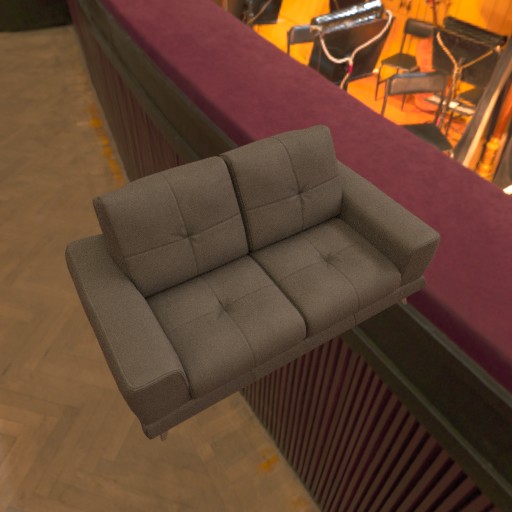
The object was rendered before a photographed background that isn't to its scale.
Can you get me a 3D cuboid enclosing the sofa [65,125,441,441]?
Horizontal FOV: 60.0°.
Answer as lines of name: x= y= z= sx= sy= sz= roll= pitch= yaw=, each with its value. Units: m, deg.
sofa: x=0.000 y=0.000 z=2.407 sx=1.806 sy=0.907 sz=1.018 roll=-23 pitch=49 yaw=-22
